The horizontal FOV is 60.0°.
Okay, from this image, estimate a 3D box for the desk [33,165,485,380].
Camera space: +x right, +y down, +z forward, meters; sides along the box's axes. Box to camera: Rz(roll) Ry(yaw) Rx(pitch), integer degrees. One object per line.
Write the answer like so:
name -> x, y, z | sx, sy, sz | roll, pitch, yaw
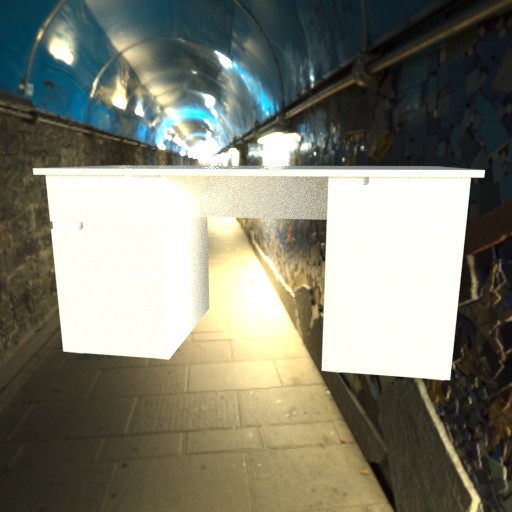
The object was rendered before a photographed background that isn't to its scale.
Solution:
desk -> 0.000, 0.000, 1.935 | 1.580, 0.760, 0.670 | 2, 13, 9
